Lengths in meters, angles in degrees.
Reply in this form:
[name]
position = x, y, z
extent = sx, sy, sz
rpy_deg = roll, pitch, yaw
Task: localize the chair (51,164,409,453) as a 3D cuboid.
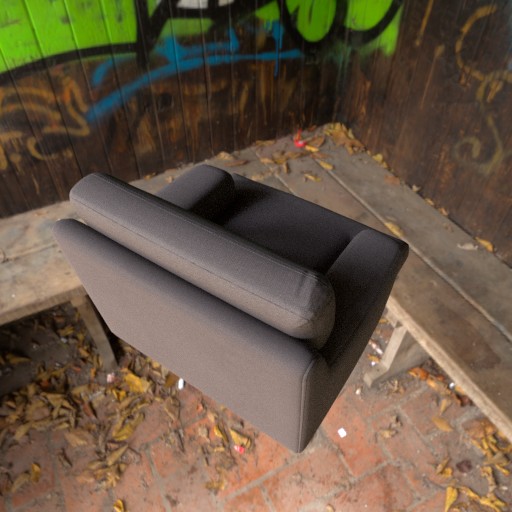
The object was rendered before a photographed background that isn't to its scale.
[chair]
position = 0.000, 0.000, 1.971
extent = 1.168, 0.940, 1.143
rpy_deg = 26, 51, 23
